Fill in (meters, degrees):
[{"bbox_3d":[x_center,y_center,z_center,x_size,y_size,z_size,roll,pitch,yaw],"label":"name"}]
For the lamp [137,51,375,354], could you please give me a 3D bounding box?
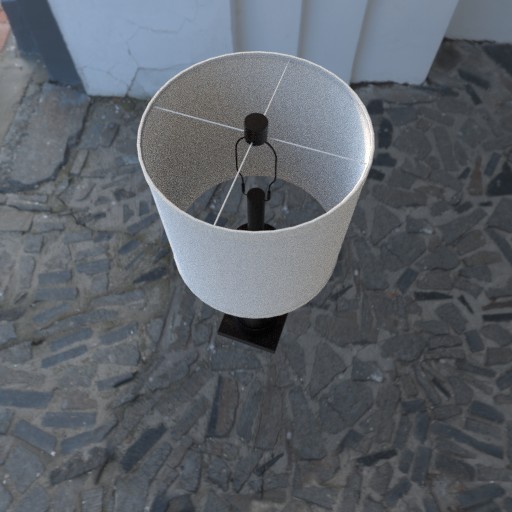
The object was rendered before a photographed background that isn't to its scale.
[{"bbox_3d":[0.000,0.000,0.609,0.211,0.509,0.211,17,64,9],"label":"lamp"}]
